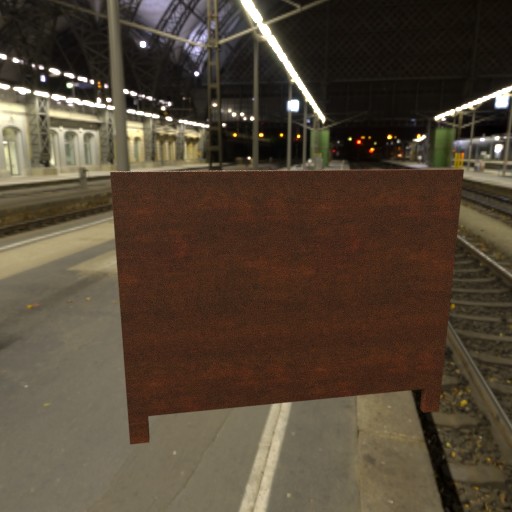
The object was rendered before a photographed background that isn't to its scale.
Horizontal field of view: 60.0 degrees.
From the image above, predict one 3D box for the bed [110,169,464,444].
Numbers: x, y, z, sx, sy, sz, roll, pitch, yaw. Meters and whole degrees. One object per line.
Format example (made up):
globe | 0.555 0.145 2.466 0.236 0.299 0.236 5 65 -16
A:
bed | 0.000 0.000 3.139 1.600 1.270 2.184 -2 13 -10
